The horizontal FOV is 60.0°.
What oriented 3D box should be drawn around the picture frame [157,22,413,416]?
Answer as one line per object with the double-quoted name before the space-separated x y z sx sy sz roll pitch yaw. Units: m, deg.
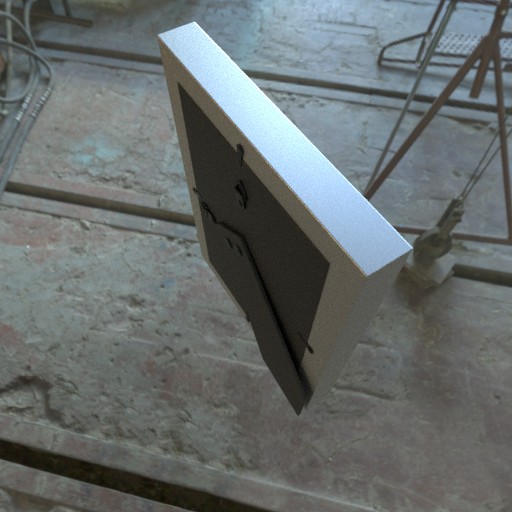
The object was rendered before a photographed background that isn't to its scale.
"picture frame" 0.000 0.000 0.272 0.028 0.208 0.157 -29 63 -16
